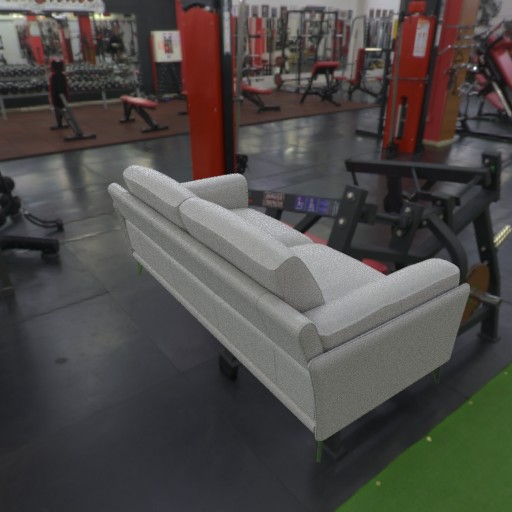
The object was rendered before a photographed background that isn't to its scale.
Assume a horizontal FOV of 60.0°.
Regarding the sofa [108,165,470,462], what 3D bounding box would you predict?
[{"bbox_3d":[0.000,0.000,2.638,1.049,0.930,2.101,-17,31,-31],"label":"sofa"}]
